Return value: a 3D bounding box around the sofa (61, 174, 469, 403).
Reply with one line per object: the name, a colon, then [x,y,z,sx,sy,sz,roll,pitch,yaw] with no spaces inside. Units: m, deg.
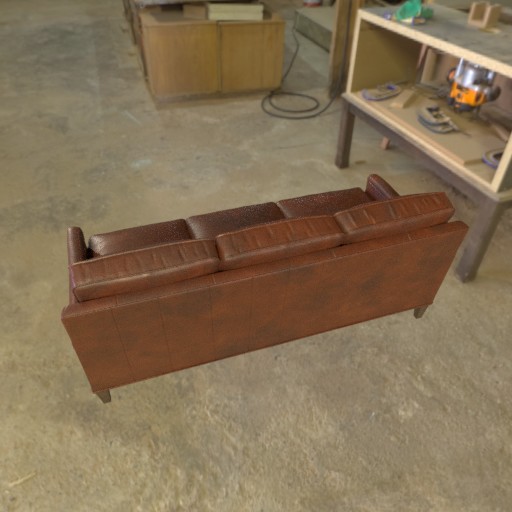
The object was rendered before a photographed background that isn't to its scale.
sofa: [0.000,0.000,2.814,2.240,1.003,1.084,-12,42,-14]
